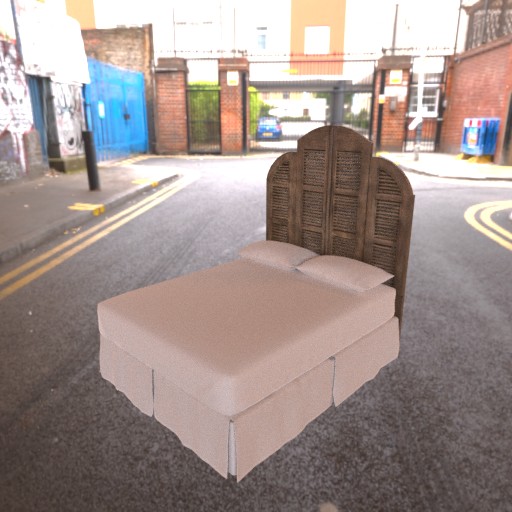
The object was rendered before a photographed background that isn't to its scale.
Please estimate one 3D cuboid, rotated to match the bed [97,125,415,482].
[{"bbox_3d":[0.000,0.000,3.591,1.713,2.019,2.138,16,23,42],"label":"bed"}]
